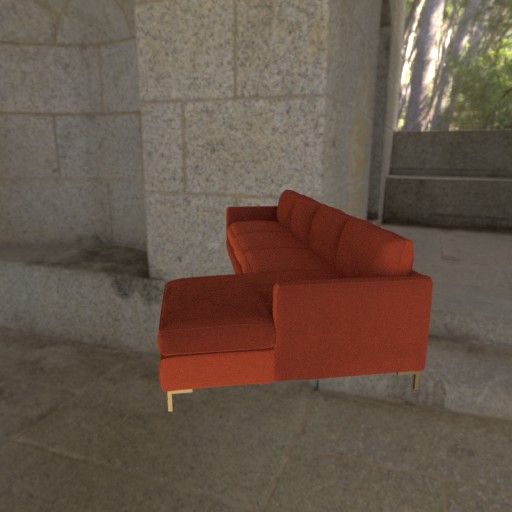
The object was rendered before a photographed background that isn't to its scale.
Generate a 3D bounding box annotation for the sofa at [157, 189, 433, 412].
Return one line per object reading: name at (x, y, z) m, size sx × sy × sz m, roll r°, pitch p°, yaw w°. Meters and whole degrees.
sofa at (0.000, 0.000, 3.489) m, size 1.350 × 0.810 × 2.932 m, roll -2°, pitch 14°, yaw -8°
